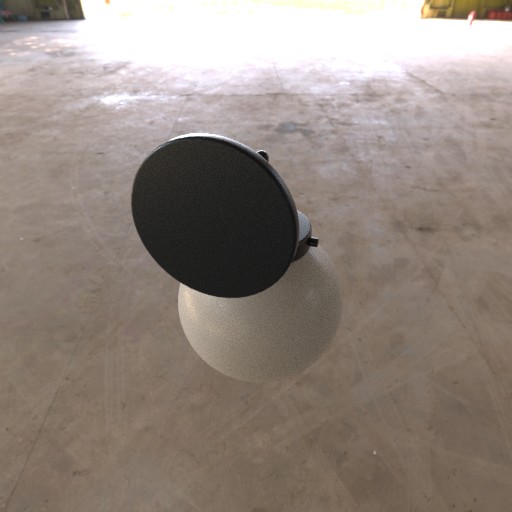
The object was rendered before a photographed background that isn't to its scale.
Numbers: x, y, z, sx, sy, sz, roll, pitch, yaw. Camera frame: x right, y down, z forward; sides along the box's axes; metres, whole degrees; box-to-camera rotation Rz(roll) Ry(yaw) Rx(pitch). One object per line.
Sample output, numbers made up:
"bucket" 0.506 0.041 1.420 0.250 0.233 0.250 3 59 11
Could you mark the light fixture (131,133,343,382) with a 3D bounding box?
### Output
"light fixture" 0.000 0.000 0.486 0.197 0.332 0.230 10 34 15
